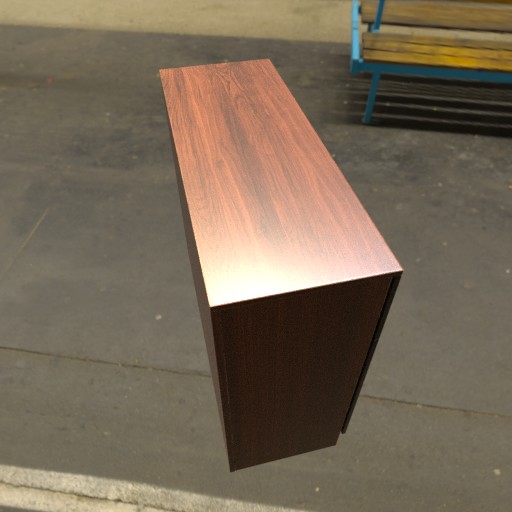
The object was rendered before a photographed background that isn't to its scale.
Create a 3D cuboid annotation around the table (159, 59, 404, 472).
[{"bbox_3d":[0.000,0.000,1.350,0.380,0.790,0.930,-10,47,-9],"label":"table"}]
